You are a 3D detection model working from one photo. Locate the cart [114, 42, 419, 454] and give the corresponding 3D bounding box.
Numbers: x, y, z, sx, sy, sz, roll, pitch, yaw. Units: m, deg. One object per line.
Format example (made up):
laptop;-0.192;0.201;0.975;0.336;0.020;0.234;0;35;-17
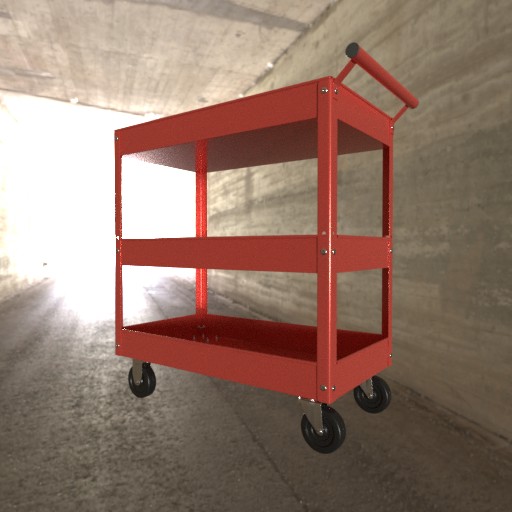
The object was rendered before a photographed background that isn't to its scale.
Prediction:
cart;0.000;0.000;1.154;0.719;0.780;0.366;1;1;36
